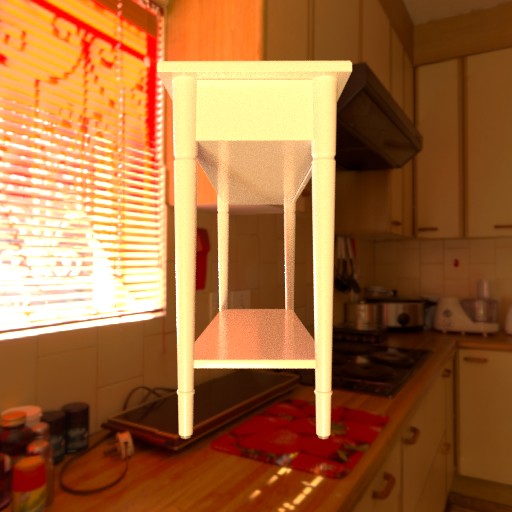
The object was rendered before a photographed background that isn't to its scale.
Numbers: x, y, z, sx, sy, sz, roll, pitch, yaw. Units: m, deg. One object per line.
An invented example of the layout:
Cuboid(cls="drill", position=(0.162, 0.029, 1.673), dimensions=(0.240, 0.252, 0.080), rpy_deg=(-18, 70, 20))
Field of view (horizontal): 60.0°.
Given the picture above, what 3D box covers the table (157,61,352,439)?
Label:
Cuboid(cls="table", position=(0.000, 0.000, 1.393), dimensions=(0.381, 0.749, 1.067), rpy_deg=(0, -1, 0))
